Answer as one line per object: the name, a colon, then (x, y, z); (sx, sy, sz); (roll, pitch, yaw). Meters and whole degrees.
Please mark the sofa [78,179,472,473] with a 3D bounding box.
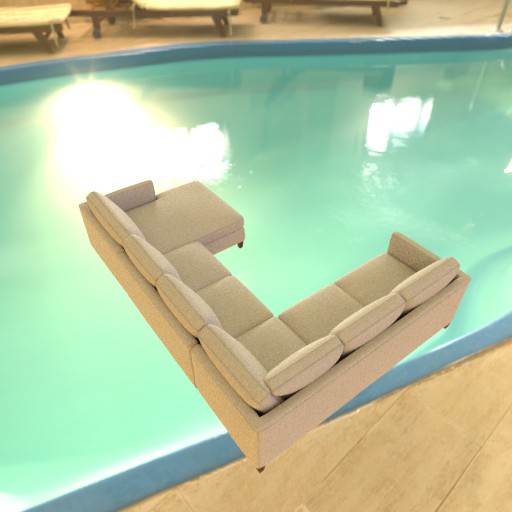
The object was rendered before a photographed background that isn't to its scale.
sofa: (0.000, 0.000, 4.717); (2.551, 0.889, 3.403); (-27, 48, -27)
